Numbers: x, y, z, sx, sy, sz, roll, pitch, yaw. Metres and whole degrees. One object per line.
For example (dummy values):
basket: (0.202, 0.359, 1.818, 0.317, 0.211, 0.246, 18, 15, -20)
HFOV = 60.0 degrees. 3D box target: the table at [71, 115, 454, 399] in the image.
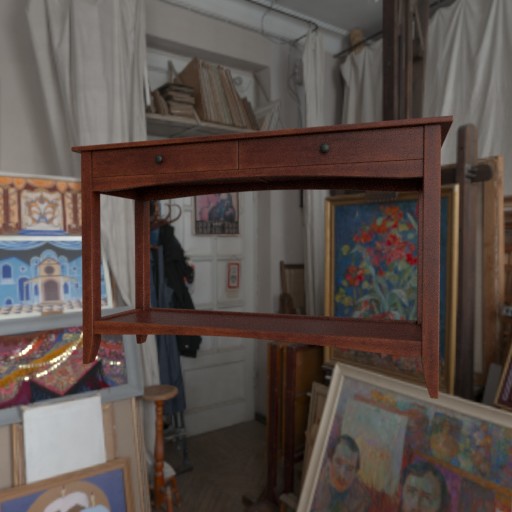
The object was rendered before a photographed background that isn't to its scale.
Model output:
table: (0.000, 0.000, 1.509, 1.188, 0.739, 0.392, 0, 1, 18)
